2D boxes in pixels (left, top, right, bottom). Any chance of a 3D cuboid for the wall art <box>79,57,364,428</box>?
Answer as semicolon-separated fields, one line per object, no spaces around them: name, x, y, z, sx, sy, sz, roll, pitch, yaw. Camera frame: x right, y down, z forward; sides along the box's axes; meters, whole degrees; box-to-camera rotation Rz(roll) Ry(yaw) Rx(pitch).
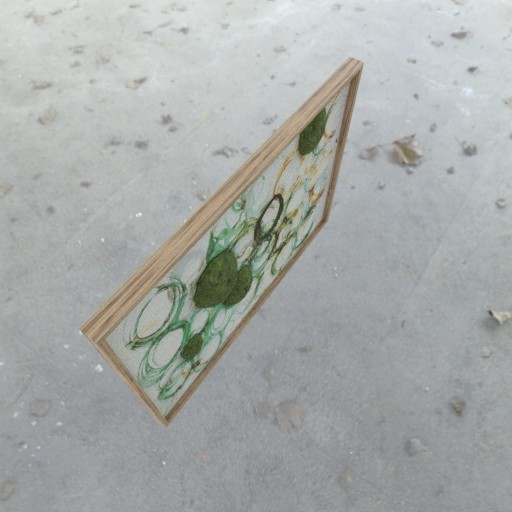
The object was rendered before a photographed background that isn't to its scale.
wall art;0.000;0.000;1.103;0.063;0.609;0.841;31;63;18
